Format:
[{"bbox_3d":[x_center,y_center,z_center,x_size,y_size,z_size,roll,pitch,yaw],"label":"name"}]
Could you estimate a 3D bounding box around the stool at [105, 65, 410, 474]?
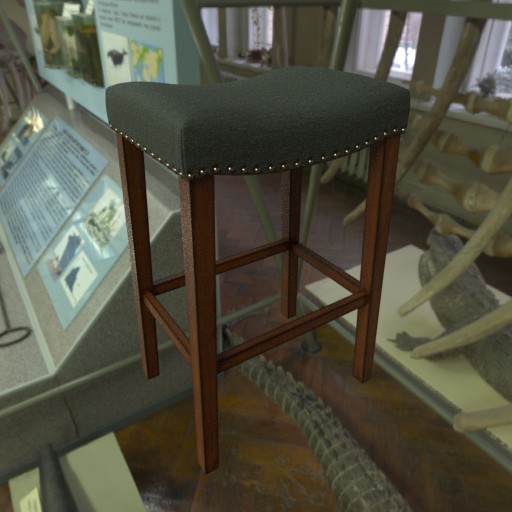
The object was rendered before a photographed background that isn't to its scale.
[{"bbox_3d":[0.000,0.000,1.014,0.502,0.760,0.366,-19,35,-28],"label":"stool"}]
